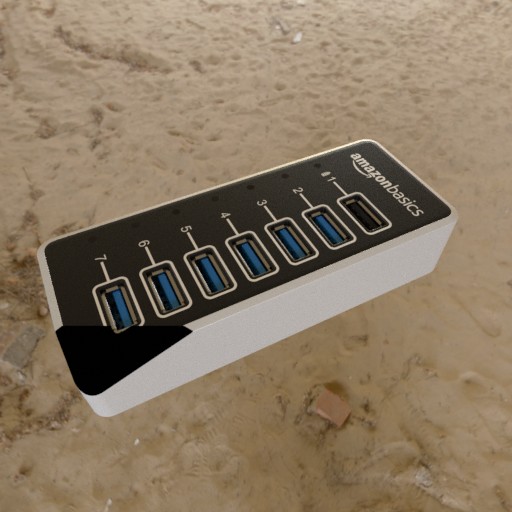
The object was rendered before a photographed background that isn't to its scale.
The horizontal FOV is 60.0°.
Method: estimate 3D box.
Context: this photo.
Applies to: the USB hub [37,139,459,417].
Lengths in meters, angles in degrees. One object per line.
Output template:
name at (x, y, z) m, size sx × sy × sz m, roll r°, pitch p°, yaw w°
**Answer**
USB hub at (0.000, 0.000, 0.129) m, size 0.110 × 0.023 × 0.044 m, roll -21°, pitch 52°, yaw -17°
